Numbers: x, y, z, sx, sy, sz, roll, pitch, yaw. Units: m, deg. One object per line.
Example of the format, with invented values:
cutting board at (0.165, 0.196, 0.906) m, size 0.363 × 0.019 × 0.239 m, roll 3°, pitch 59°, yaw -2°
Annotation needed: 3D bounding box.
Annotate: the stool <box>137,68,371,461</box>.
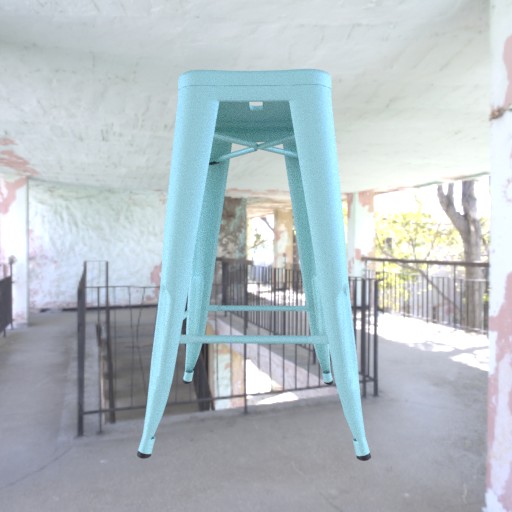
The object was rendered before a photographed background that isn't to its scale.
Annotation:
stool at (0.000, 0.000, 0.858) m, size 0.359 × 0.609 × 0.399 m, roll 0°, pitch 1°, yaw 1°
